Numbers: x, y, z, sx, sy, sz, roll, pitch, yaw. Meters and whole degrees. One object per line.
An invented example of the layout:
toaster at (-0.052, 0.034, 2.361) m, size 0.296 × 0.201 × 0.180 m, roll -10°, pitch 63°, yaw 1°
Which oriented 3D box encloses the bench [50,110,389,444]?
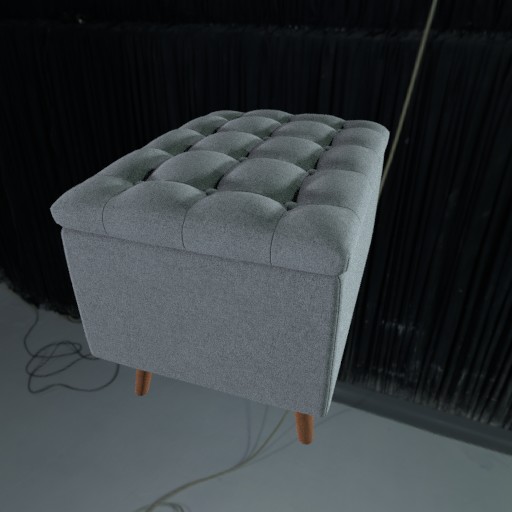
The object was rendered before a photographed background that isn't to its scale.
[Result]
bench at (0.000, 0.000, 0.880) m, size 0.417 × 0.469 × 0.572 m, roll 10°, pitch 32°, yaw 16°
